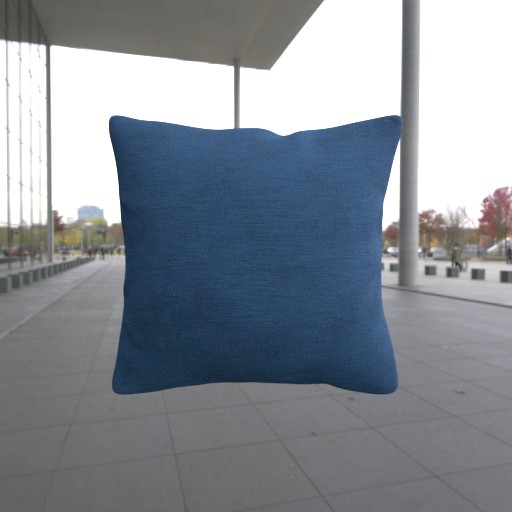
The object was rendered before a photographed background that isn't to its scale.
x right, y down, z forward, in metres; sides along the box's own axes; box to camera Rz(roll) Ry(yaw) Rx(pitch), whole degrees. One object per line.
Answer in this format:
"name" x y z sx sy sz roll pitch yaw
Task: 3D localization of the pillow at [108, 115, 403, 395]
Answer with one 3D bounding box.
"pillow" 0.000 0.000 0.664 0.437 0.420 0.177 0 1 0
